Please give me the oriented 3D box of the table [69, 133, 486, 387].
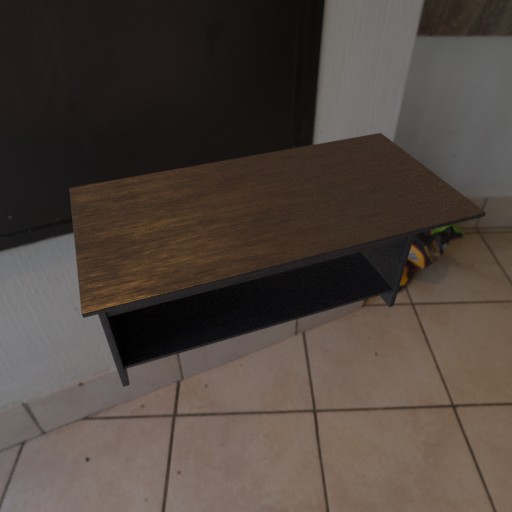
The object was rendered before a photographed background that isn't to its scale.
[{"bbox_3d":[0.000,0.000,1.446,1.000,0.570,0.712,-14,43,-15],"label":"table"}]
